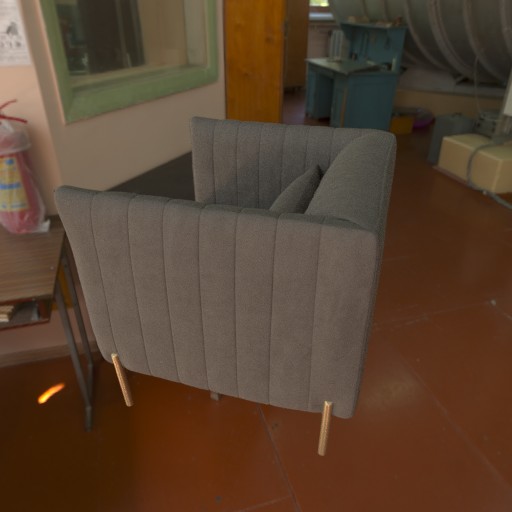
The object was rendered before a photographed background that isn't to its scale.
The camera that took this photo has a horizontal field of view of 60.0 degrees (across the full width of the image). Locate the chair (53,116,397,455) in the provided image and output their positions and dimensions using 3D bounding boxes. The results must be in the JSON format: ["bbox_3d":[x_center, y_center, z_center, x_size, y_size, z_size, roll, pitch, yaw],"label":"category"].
[{"bbox_3d":[0.000,0.000,1.624,0.873,0.779,0.981,9,31,15],"label":"chair"}]
